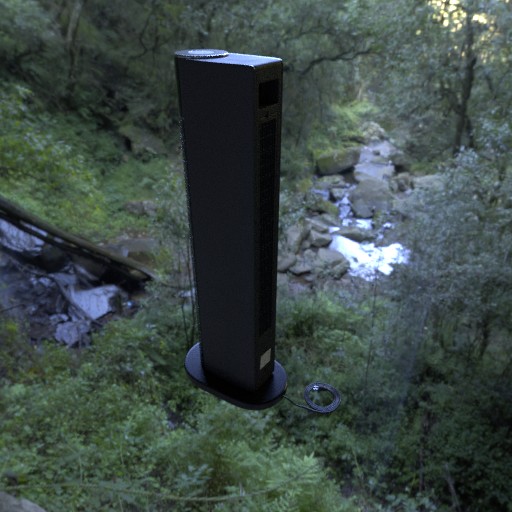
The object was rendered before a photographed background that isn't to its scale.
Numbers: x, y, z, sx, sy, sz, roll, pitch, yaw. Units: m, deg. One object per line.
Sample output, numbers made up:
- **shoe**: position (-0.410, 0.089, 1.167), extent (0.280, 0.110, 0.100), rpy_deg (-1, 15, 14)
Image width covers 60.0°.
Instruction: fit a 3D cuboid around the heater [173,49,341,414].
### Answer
- **heater**: position (0.000, 0.000, 1.038), extent (0.458, 0.856, 0.214), rpy_deg (20, 37, 30)
